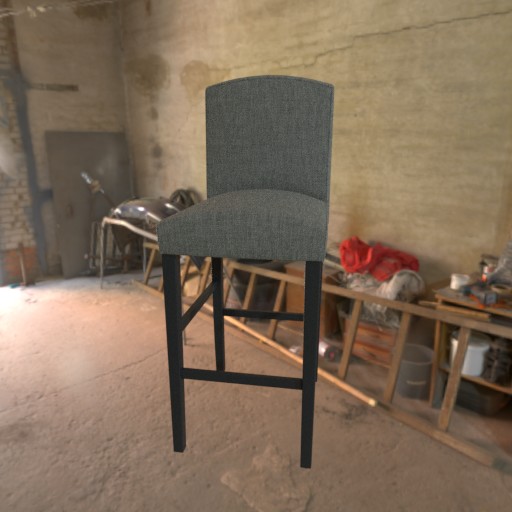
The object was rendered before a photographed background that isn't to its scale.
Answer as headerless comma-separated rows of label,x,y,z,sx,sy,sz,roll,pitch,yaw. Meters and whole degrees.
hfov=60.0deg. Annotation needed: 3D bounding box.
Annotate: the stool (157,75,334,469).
stool,0.000,0.000,1.417,0.451,1.138,0.552,3,16,10
